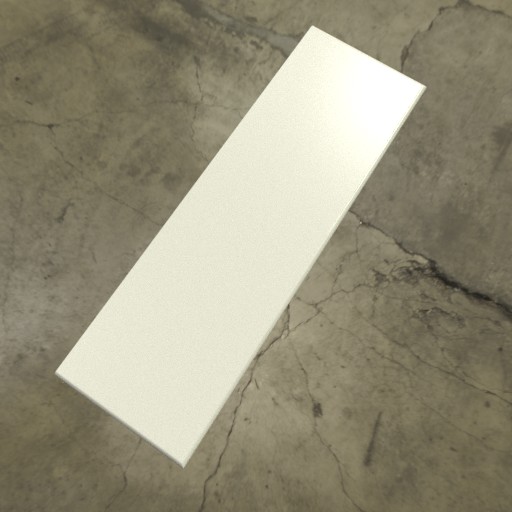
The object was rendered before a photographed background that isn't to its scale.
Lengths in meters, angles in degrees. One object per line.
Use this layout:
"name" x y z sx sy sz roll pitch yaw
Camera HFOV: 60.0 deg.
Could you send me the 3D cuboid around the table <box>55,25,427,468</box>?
"table" 0.000 0.000 1.552 0.384 0.808 1.197 32 78 8
